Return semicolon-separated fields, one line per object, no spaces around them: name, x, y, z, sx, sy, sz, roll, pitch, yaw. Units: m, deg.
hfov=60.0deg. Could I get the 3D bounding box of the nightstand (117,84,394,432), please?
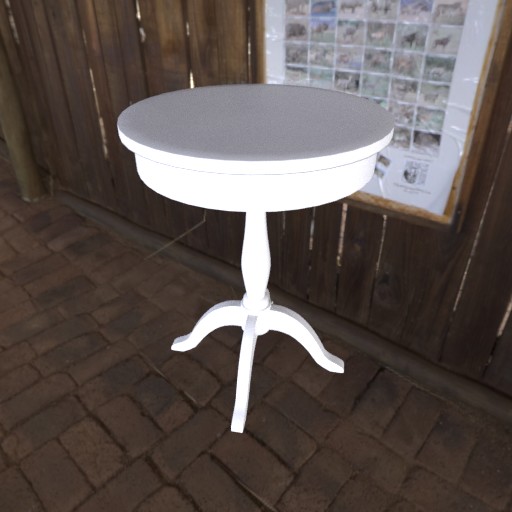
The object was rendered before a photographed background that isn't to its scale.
nightstand;0.000;0.000;1.022;0.513;0.653;0.513;11;34;16
